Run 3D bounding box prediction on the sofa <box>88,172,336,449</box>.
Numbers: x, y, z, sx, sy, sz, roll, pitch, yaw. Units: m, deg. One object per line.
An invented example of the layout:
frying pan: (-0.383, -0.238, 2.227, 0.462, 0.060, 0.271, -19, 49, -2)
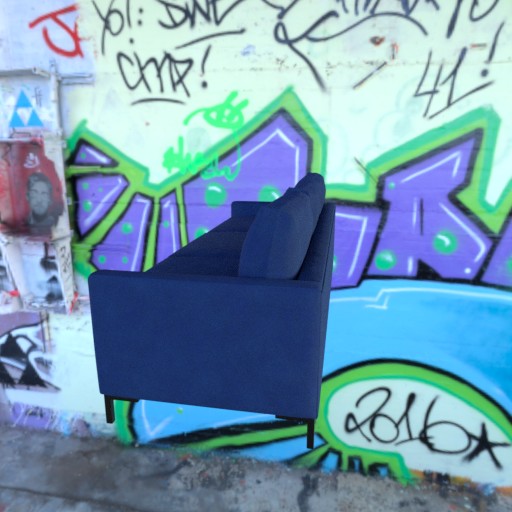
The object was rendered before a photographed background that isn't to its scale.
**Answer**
sofa: (0.000, 0.000, 2.624, 0.875, 0.879, 2.252, 3, 14, 11)
